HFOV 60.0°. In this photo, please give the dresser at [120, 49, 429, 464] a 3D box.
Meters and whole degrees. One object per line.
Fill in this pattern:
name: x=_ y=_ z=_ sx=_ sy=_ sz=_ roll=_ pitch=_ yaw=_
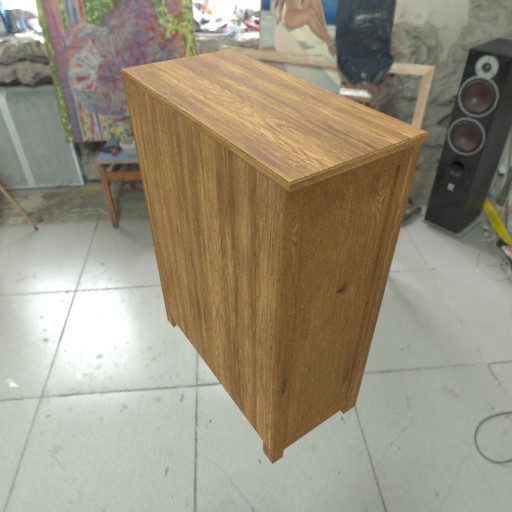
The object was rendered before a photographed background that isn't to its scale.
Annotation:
dresser: x=0.000 y=0.000 z=1.973 sx=0.558 sy=1.431 sz=1.081 roll=-24 pitch=45 yaw=-26
